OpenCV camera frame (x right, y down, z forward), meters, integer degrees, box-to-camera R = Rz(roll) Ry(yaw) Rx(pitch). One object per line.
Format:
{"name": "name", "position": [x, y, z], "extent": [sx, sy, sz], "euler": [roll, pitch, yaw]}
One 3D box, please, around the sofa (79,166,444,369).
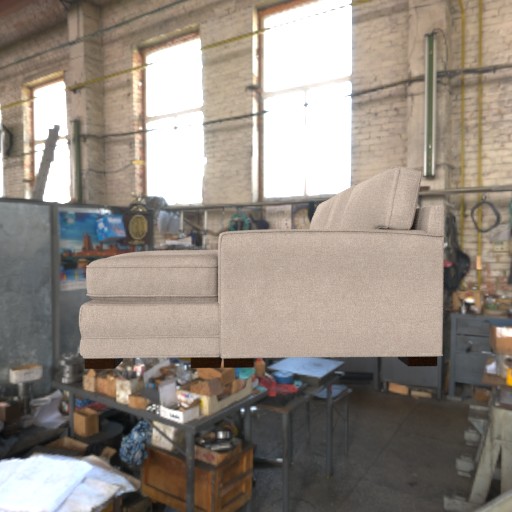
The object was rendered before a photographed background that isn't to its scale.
{"name": "sofa", "position": [0.000, 0.000, 2.837], "extent": [1.496, 0.861, 2.087], "euler": [0, 2, -2]}
